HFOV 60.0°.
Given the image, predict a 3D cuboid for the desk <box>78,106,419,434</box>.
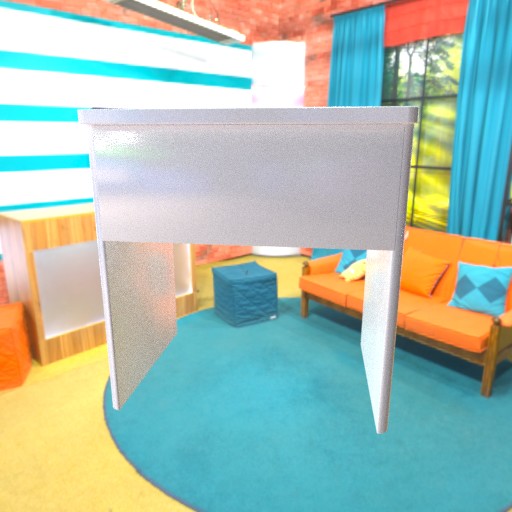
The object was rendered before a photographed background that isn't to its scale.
[{"bbox_3d":[0.000,0.000,1.311,0.762,0.800,0.549,2,15,8],"label":"desk"}]
